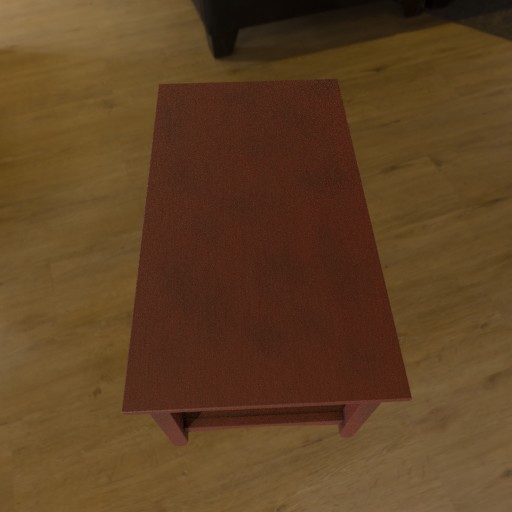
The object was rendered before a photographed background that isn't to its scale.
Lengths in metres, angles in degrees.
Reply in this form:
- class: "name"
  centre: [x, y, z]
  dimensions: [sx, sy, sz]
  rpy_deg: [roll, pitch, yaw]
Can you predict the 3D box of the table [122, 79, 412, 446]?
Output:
- class: "table"
  centre: [0.000, 0.000, 1.253]
  dimensions: [0.533, 0.456, 0.943]
  rpy_deg: [-2, 57, -1]
